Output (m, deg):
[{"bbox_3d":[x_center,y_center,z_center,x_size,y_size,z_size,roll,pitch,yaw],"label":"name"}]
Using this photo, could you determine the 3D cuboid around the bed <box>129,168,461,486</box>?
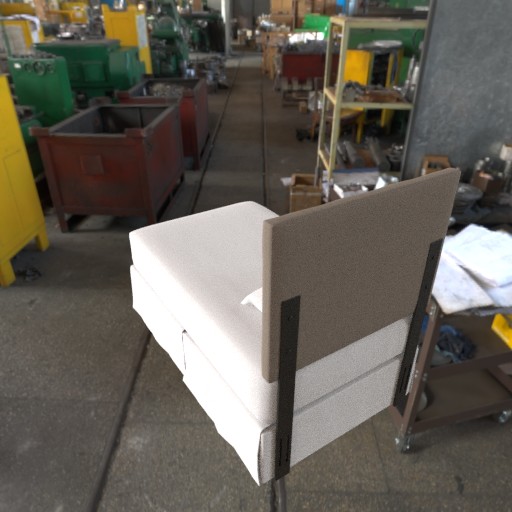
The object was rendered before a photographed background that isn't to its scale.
[{"bbox_3d":[0.000,0.000,2.996,1.261,1.571,1.997,-18,35,-28],"label":"bed"}]
